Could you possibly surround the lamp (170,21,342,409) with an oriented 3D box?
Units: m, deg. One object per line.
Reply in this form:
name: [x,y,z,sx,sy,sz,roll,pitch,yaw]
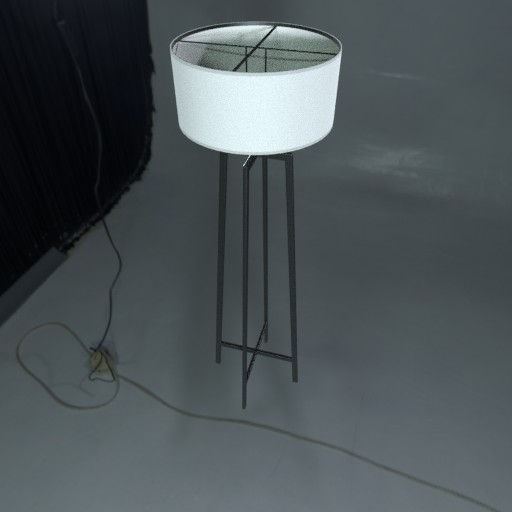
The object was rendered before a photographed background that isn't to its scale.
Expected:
lamp: [0.000,0.000,1.685,0.457,1.510,0.456,11,42,12]
